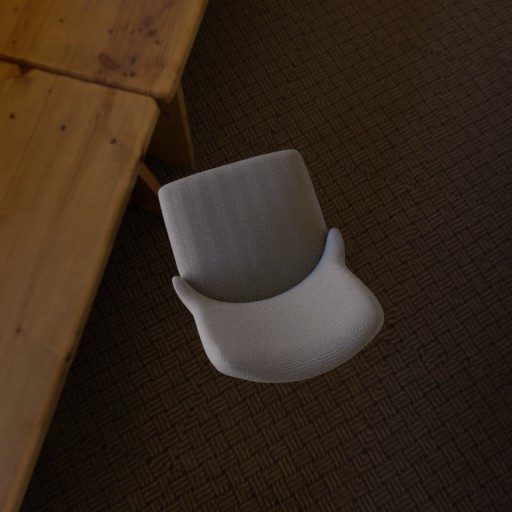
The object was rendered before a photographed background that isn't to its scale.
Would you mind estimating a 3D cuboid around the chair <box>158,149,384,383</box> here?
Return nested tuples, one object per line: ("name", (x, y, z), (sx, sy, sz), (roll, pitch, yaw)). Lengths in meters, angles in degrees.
("chair", (0.000, 0.000, 1.334), (0.535, 0.918, 0.707), (-16, 77, -4))
